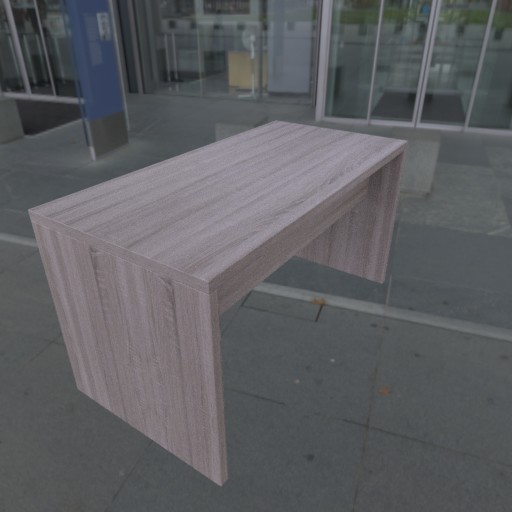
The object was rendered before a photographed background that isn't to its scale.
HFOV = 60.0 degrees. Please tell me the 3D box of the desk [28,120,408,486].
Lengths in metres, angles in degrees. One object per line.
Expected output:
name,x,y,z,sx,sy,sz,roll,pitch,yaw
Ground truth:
desk,0.000,0.000,1.820,0.690,0.745,1.380,19,35,29
